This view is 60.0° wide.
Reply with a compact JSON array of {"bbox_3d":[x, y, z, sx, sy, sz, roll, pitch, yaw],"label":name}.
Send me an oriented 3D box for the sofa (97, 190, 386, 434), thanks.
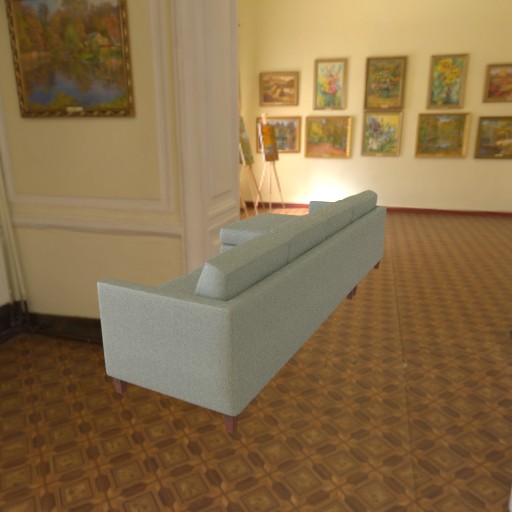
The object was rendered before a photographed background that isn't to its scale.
[{"bbox_3d":[0.000,0.000,4.039,1.600,0.953,3.470,8,18,27],"label":"sofa"}]
